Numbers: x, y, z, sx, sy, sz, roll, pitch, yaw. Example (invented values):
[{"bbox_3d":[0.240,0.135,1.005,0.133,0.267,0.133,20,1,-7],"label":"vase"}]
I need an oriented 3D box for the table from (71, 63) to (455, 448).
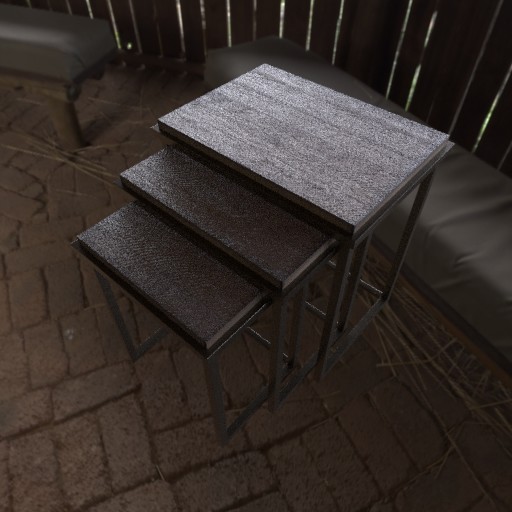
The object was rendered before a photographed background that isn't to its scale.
[{"bbox_3d":[0.000,0.000,1.142,0.559,0.610,0.706,33,56,26],"label":"table"}]
